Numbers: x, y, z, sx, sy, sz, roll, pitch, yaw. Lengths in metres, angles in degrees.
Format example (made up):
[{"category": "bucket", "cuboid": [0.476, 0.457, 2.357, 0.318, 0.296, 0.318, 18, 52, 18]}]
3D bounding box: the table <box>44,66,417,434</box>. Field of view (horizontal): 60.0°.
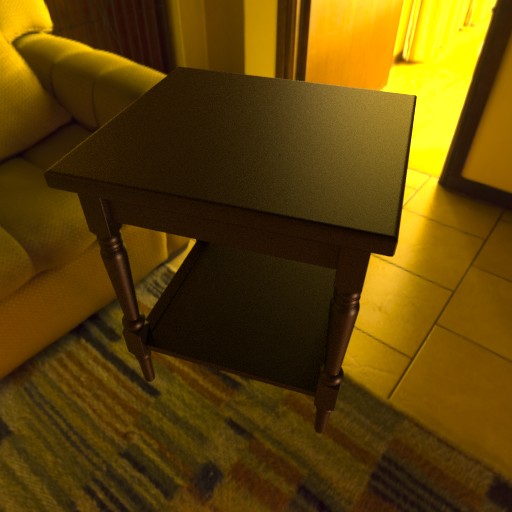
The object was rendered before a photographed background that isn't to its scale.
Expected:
[{"category": "table", "cuboid": [0.000, 0.000, 0.911, 0.488, 0.565, 0.442, 12, 44, 13]}]
